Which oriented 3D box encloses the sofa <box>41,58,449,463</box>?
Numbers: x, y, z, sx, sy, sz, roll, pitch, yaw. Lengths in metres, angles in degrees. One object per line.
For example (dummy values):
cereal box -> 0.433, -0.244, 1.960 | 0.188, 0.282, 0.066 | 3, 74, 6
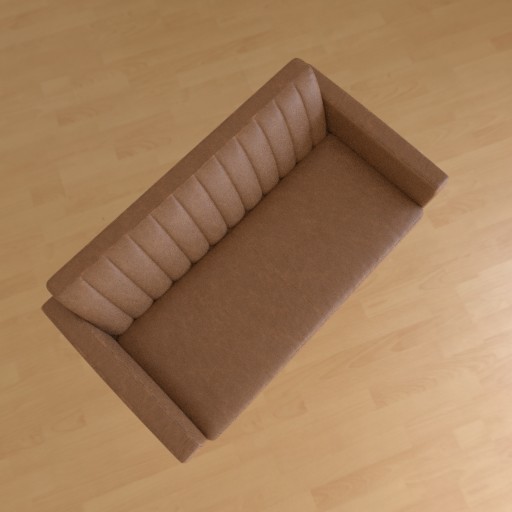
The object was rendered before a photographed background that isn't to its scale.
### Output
sofa -> 0.000, 0.000, 2.326 | 0.993, 0.821, 1.847 | 43, 79, 10
